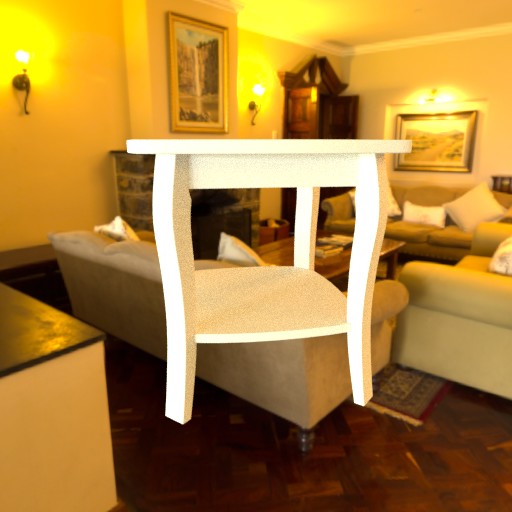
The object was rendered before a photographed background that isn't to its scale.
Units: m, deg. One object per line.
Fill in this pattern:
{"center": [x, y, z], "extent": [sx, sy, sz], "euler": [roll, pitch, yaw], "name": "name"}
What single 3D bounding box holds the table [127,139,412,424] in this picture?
{"center": [0.000, 0.000, 0.869], "extent": [0.451, 0.438, 0.502], "euler": [-2, 14, -9], "name": "table"}
